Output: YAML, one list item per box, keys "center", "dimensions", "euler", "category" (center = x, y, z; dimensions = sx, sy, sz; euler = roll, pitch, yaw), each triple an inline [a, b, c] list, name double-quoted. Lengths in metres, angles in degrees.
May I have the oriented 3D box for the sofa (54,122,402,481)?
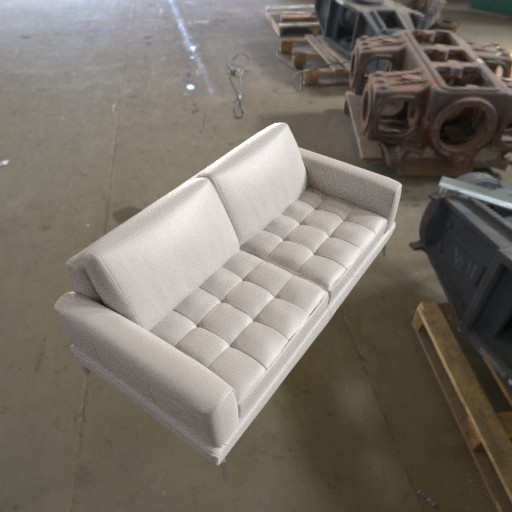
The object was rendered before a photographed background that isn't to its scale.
- center: [0.000, 0.000, 2.784]
  dimensions: [1.121, 0.930, 2.177]
  euler: [26, 49, 25]
  category: "sofa"
